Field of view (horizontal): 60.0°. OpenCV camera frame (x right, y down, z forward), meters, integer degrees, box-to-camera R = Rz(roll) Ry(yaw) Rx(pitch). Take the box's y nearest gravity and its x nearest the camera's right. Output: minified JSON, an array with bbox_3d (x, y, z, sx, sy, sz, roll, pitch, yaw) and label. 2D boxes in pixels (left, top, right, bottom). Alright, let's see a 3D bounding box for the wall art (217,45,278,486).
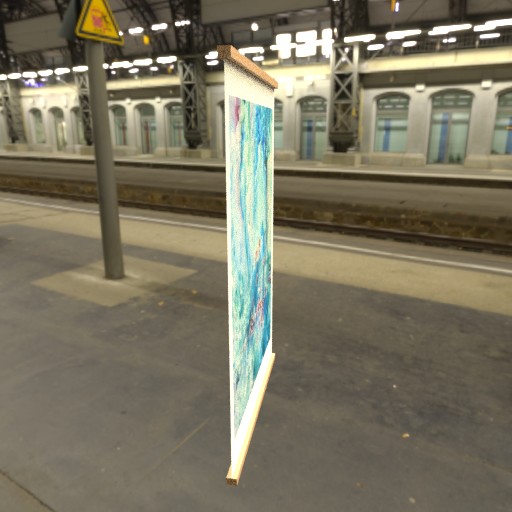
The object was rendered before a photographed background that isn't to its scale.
[{"bbox_3d":[0.000,0.000,1.302,0.027,1.020,0.669,3,16,10],"label":"wall art"}]
